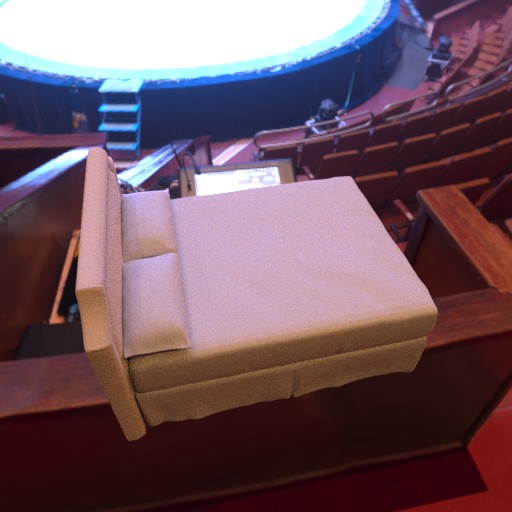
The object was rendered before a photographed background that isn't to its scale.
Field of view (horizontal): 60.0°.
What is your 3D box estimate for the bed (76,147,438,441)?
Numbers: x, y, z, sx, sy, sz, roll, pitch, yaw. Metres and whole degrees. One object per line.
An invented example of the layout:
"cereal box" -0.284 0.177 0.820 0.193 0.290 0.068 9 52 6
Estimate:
"bed" 0.000 0.000 3.280 2.164 1.297 1.828 -9 45 -9
